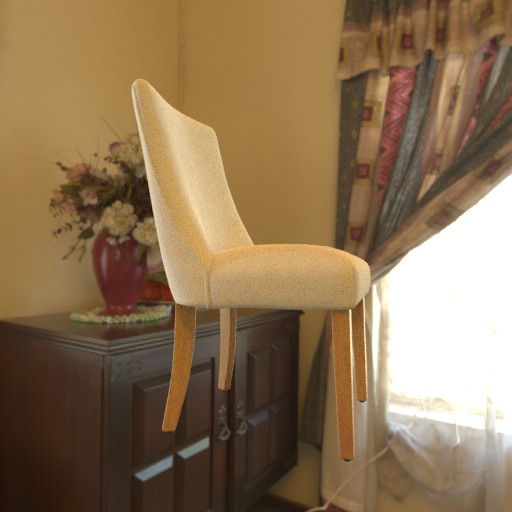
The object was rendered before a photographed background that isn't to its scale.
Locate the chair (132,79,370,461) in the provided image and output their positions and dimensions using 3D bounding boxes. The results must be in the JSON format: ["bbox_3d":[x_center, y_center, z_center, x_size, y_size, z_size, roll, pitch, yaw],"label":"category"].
[{"bbox_3d":[0.000,0.000,1.261,0.610,0.902,0.495,0,-1,18],"label":"chair"}]
